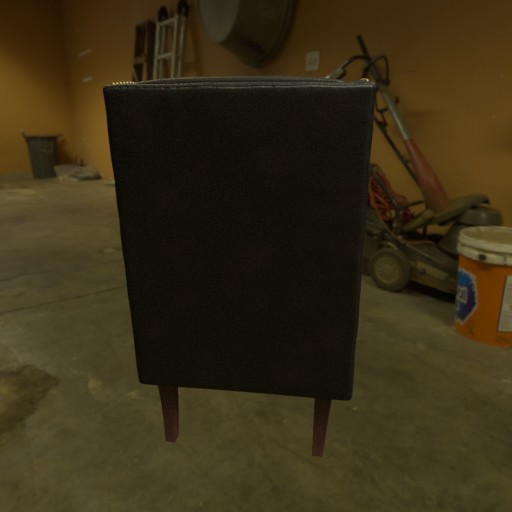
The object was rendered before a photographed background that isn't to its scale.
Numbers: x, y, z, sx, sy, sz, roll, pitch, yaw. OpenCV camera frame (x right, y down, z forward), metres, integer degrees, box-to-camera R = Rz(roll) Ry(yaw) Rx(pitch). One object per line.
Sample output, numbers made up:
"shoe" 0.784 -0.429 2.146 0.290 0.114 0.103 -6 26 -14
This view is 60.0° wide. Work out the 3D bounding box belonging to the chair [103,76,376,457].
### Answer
"chair" 0.000 0.000 1.601 0.703 1.142 0.799 2 16 8
